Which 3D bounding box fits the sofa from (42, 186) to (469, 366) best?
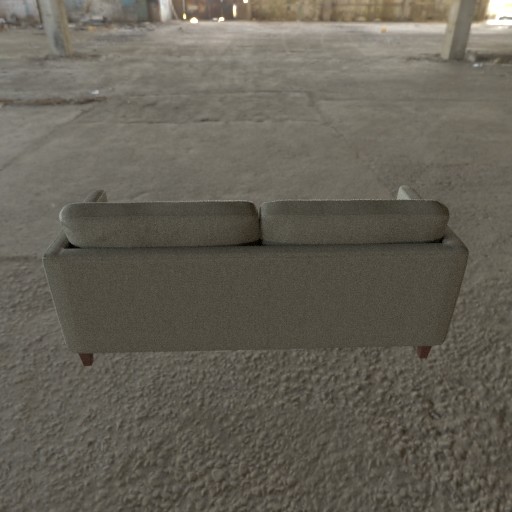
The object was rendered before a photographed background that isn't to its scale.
[{"bbox_3d":[0.000,0.000,2.779,2.208,0.960,0.956,-1,30,-2],"label":"sofa"}]
